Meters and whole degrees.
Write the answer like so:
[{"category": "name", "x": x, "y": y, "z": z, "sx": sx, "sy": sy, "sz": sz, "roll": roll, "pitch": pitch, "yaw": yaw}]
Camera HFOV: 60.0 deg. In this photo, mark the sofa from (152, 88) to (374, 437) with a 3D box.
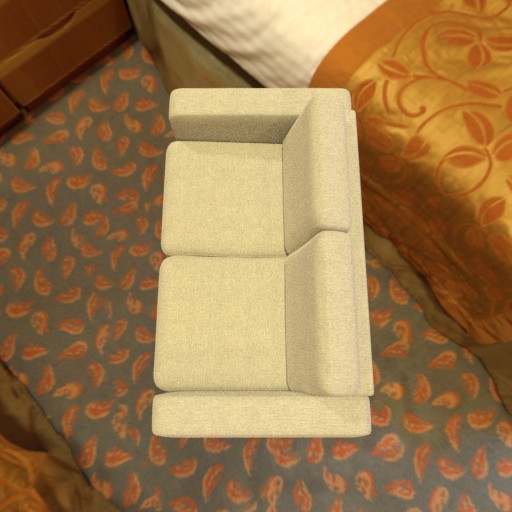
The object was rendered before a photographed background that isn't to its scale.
[{"category": "sofa", "x": 0.000, "y": 0.000, "z": 2.060, "sx": 0.900, "sy": 0.800, "sz": 1.540, "roll": 0, "pitch": 75, "yaw": 0}]
